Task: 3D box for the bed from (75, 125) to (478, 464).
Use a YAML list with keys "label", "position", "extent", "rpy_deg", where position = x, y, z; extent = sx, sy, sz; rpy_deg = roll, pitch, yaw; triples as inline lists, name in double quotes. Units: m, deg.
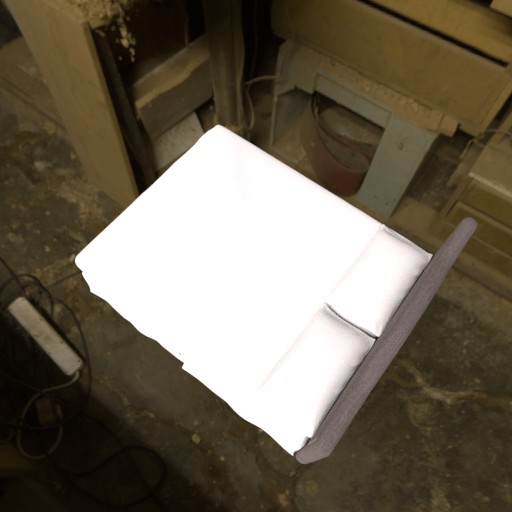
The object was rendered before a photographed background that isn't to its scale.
- label: "bed"
  position: [0.000, 0.000, 3.900]
  extent: [2.689, 1.457, 2.161]
  rpy_deg: [35, 69, 16]
